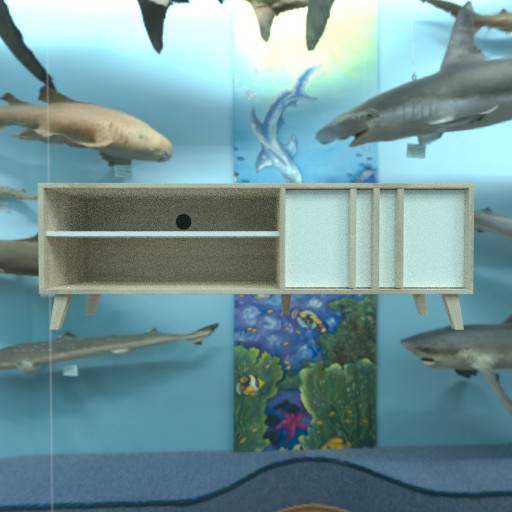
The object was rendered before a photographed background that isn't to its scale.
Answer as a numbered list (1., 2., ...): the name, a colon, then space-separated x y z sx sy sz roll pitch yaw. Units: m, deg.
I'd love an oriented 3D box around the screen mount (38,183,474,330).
1. screen mount: 0.000 0.000 1.728 1.500 0.510 0.400 0 1 0
